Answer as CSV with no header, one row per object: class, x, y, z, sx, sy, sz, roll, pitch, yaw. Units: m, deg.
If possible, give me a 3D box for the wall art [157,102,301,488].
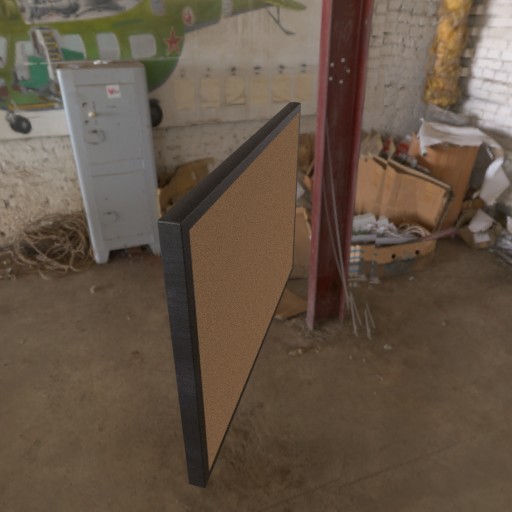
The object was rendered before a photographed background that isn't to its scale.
wall art,0.000,0.000,1.156,0.038,0.612,0.912,8,30,14
